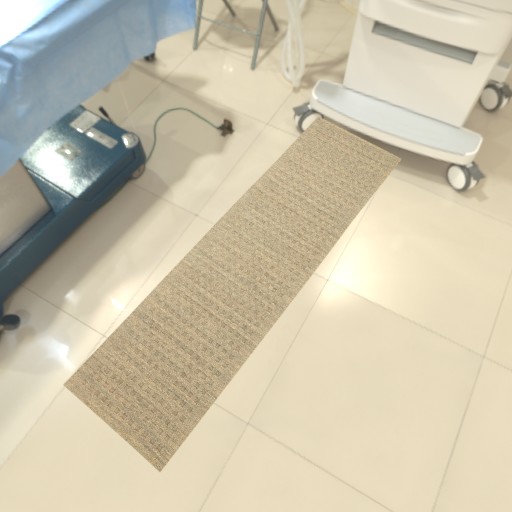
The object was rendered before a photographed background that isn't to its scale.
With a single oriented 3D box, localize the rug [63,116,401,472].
[{"bbox_3d":[0.000,0.000,2.686,0.688,0.005,2.437,33,66,17],"label":"rug"}]
